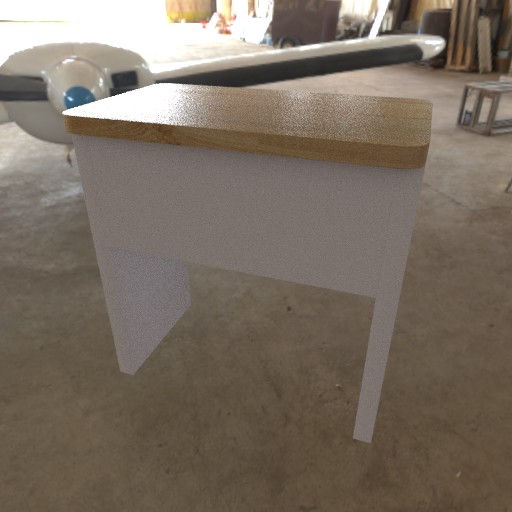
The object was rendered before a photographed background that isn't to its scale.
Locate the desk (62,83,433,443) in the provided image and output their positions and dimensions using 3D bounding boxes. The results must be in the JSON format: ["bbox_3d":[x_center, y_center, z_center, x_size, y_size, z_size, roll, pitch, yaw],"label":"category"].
[{"bbox_3d":[0.000,0.000,1.211,0.760,0.790,0.440,10,31,17],"label":"desk"}]
